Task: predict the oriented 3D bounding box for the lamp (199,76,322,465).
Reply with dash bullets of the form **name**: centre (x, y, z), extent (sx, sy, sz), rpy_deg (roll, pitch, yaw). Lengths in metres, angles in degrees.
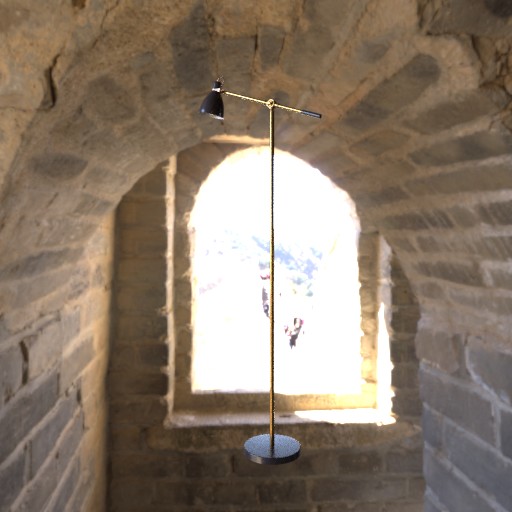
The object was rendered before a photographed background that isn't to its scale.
- **lamp**: centre (0.000, 0.000, 1.894), extent (0.618, 1.628, 0.235), rpy_deg (0, -1, 35)
